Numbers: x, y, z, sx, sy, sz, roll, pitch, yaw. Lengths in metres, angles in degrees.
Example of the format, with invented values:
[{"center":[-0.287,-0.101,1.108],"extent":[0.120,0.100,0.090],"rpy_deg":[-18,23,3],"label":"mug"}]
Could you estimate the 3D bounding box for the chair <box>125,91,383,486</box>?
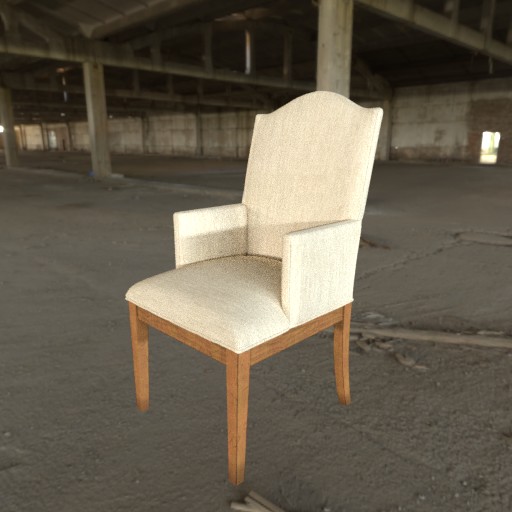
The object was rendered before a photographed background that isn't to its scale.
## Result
[{"center":[0.000,0.000,1.390],"extent":[0.533,1.016,0.641],"rpy_deg":[14,20,43],"label":"chair"}]
